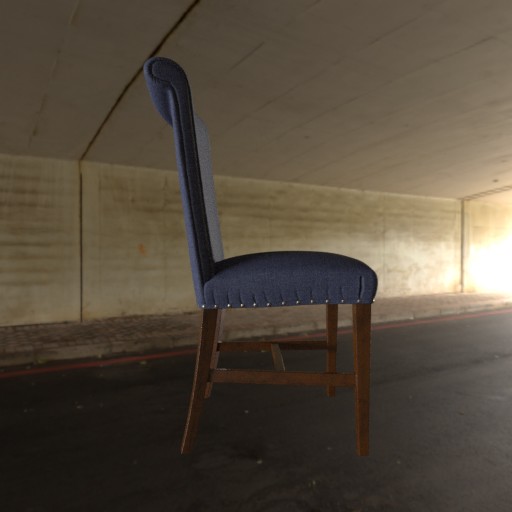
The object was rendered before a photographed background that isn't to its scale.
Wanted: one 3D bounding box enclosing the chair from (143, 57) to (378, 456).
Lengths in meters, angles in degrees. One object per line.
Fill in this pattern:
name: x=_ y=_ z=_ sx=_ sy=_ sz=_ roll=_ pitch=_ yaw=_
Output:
chair: x=0.000 y=0.000 z=1.336 sx=0.608 sy=0.988 sz=0.513 roll=0 pitch=0 yaw=0
